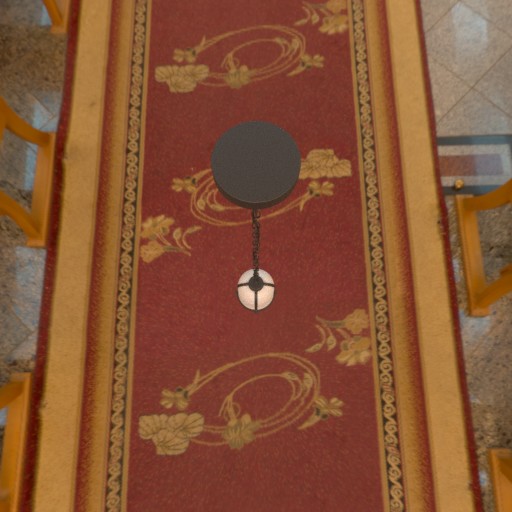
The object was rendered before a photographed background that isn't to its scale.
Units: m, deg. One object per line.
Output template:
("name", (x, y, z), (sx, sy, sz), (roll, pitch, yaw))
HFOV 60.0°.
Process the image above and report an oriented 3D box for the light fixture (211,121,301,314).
("light fixture", (0.000, 0.000, 1.283), (0.178, 1.181, 0.178), (0, 75, 0))
